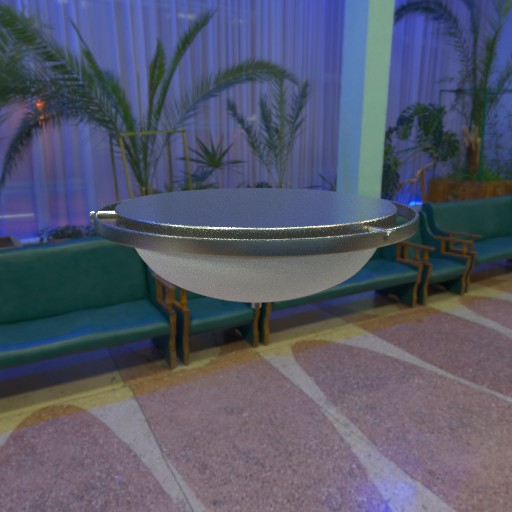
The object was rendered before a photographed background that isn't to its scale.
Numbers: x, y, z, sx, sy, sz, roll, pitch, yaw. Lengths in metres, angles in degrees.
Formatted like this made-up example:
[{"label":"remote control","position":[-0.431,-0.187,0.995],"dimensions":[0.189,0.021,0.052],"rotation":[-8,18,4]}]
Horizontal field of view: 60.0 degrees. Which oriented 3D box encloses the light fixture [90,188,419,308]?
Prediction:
[{"label":"light fixture","position":[0.000,0.000,0.536],"dimensions":[0.361,0.130,0.361],"rotation":[0,15,0]}]
